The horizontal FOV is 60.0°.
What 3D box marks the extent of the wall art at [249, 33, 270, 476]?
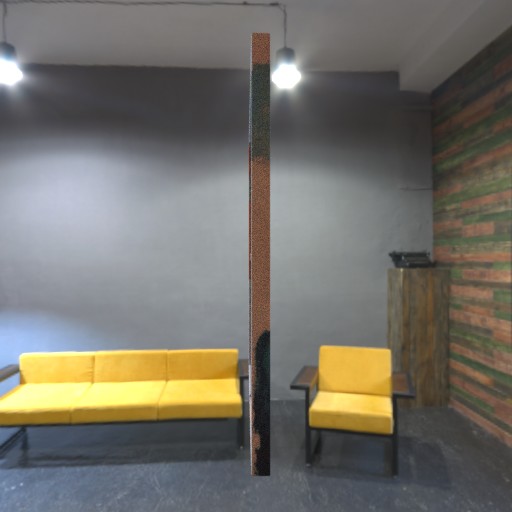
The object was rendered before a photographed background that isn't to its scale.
[{"bbox_3d":[0.000,0.000,1.522,0.044,1.017,1.017,0,-1,-1],"label":"wall art"}]
